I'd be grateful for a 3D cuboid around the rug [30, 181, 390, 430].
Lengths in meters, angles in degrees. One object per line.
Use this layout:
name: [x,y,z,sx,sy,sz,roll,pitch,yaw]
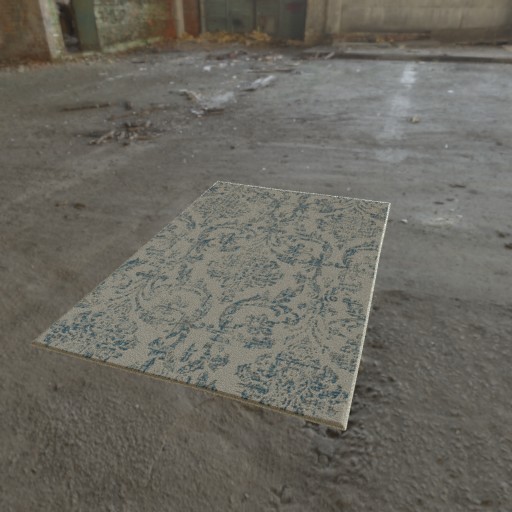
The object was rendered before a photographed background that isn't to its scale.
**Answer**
rug: [0.000,0.000,2.281,1.213,0.012,1.831,10,32,16]
